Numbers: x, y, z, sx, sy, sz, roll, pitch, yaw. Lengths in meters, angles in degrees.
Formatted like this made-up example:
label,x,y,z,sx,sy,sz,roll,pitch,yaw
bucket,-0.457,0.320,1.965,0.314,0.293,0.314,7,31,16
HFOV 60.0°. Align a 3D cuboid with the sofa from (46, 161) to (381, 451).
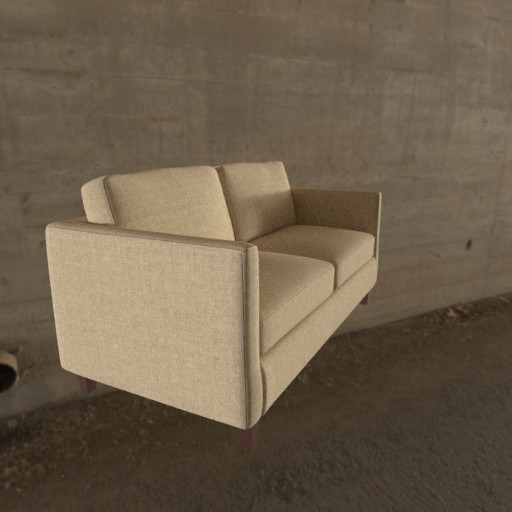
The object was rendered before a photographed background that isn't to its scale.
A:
label,x,y,z,sx,sy,sz,roll,pitch,yaw
sofa,0.000,0.000,2.395,0.950,0.963,1.884,7,16,27
